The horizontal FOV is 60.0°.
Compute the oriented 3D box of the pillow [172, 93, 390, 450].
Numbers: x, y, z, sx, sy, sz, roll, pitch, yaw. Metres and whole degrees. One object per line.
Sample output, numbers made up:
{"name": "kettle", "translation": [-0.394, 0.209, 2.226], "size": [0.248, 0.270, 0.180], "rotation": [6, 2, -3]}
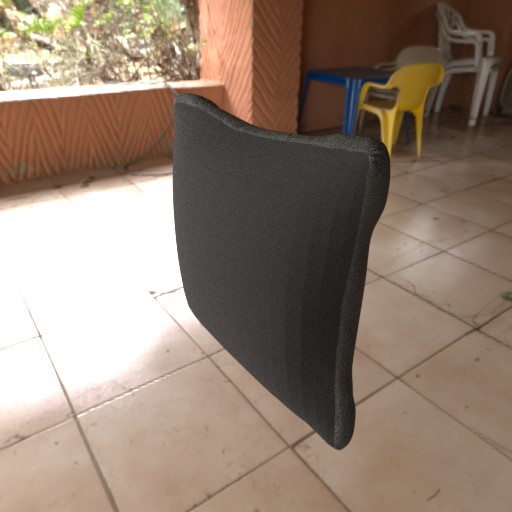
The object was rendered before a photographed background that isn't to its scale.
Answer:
{"name": "pillow", "translation": [0.000, 0.000, 0.811], "size": [0.210, 0.523, 0.533], "rotation": [-19, 34, -31]}
